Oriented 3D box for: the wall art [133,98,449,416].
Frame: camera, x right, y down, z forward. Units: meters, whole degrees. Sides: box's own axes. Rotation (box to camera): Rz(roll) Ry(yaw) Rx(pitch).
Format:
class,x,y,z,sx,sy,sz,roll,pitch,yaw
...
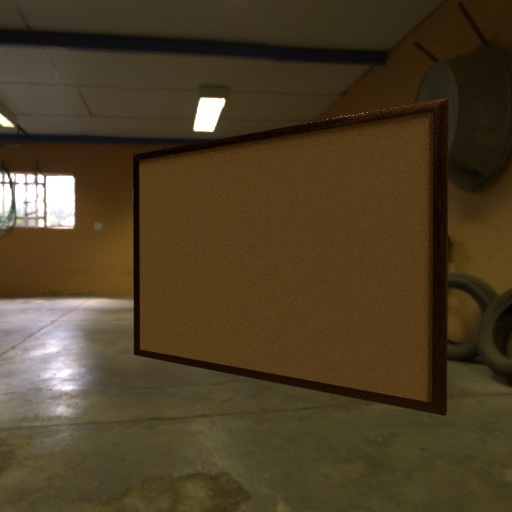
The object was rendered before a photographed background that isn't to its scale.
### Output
class,x,y,z,sx,sy,sz,roll,pitch,yaw
wall art,0.000,0.000,1.013,0.816,0.559,0.014,0,1,34
